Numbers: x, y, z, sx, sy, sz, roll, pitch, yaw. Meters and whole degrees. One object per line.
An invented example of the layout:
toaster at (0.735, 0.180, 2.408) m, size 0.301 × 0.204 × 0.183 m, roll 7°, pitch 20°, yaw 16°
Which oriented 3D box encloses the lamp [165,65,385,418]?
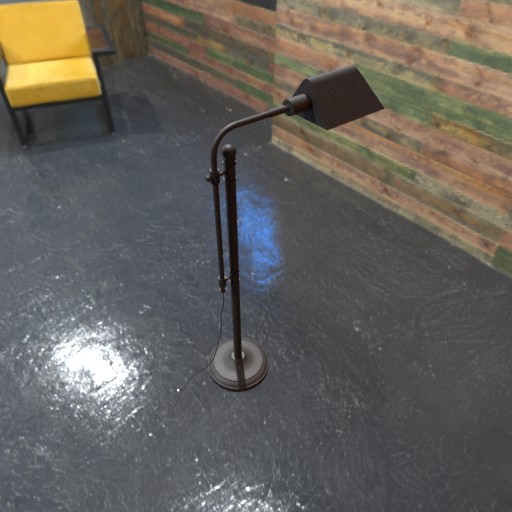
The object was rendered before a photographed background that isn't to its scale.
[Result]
lamp at (0.000, 0.000, 0.963) m, size 0.545 × 0.708 × 0.159 m, roll -27°, pitch 48°, yaw -27°
